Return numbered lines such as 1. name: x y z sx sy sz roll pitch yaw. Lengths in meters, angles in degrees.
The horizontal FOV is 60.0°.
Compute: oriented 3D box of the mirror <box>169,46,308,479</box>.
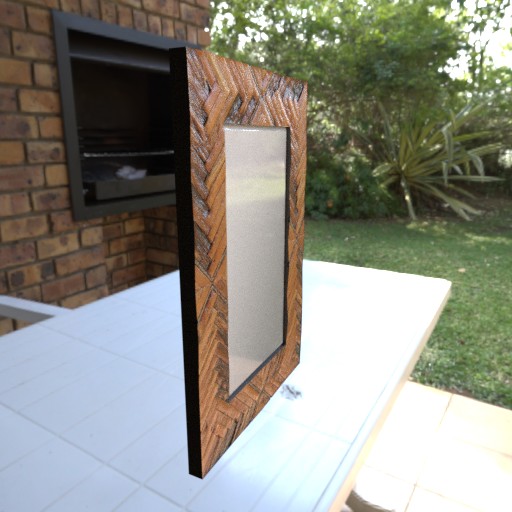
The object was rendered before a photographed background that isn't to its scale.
1. mirror: 0.000 0.000 1.165 0.044 0.912 0.606 8 17 26
